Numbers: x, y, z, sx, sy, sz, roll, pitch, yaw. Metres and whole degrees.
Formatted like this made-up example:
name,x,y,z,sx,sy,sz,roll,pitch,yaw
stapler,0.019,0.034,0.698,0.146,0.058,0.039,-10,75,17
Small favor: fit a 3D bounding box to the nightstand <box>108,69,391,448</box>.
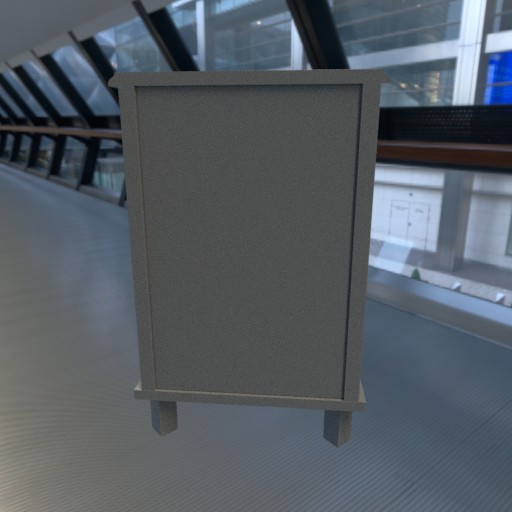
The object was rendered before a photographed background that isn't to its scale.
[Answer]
name,x,y,z,sx,sy,sz,roll,pitch,yaw
nightstand,0.000,0.000,0.931,0.435,0.680,0.348,1,16,5
